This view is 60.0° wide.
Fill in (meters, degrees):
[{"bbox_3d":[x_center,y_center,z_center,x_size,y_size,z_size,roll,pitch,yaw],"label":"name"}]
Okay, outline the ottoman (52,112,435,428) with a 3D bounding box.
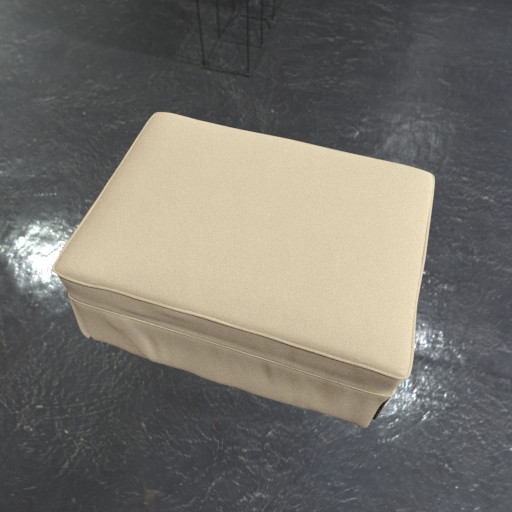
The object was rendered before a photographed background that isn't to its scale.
[{"bbox_3d":[0.000,0.000,1.360,0.959,0.482,0.721,15,59,9],"label":"ottoman"}]
